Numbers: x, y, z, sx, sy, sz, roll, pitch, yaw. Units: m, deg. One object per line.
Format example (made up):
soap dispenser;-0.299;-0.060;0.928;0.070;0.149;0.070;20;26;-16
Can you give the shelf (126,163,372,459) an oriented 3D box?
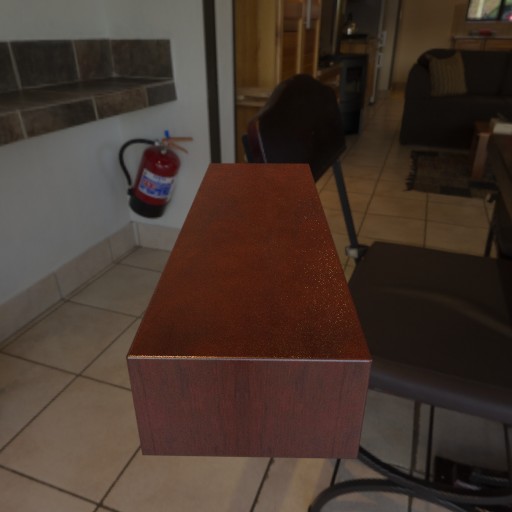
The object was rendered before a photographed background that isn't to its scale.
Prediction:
shelf;0.000;0.000;0.498;0.152;0.088;0.457;1;27;1
